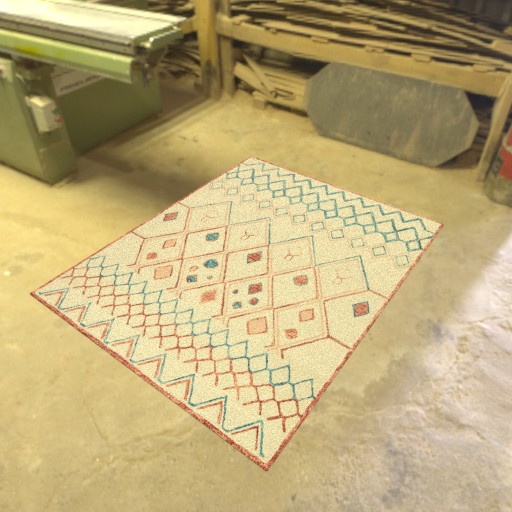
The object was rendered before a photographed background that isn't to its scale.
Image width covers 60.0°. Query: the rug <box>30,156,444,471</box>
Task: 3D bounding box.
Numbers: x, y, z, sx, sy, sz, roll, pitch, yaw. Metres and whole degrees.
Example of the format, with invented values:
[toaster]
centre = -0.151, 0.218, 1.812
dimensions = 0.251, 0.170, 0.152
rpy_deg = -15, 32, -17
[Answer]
[rug]
centre = 0.000, 0.000, 4.069
dimensions = 2.441, 0.016, 3.050
rpy_deg = 26, 46, 27
